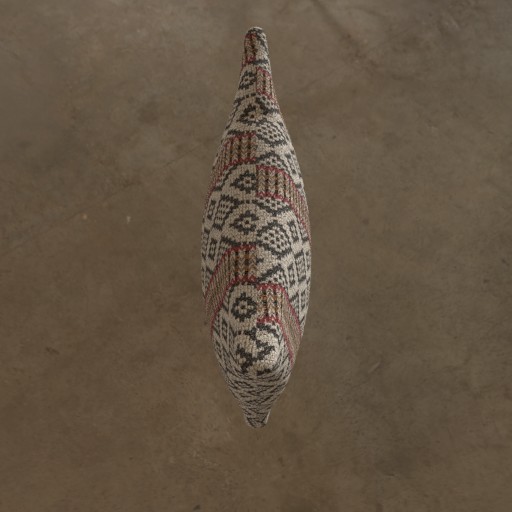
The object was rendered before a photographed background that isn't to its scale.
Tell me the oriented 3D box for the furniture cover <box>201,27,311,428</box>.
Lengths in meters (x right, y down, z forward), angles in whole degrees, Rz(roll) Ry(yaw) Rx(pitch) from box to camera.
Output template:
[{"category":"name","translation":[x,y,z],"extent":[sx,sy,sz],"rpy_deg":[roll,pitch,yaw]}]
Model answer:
[{"category":"furniture cover","translation":[0.000,0.000,0.757],"extent":[0.182,0.506,0.503],"rpy_deg":[0,63,0]}]
